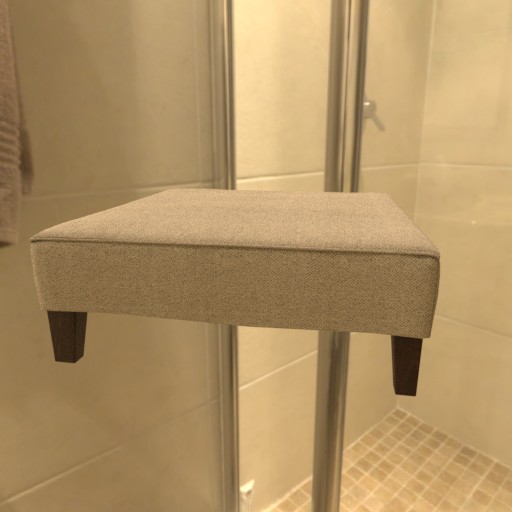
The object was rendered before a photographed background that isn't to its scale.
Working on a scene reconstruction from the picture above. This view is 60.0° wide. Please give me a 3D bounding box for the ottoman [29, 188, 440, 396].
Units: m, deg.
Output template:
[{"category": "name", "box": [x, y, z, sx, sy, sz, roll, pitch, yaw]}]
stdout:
[{"category": "ottoman", "box": [0.000, 0.000, 1.497, 0.973, 0.381, 0.982, 3, 15, 10]}]
